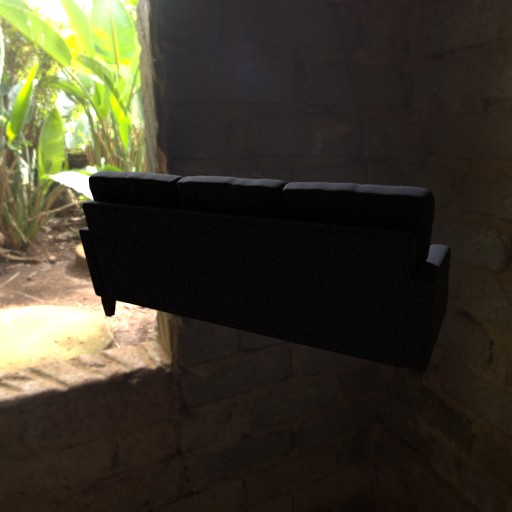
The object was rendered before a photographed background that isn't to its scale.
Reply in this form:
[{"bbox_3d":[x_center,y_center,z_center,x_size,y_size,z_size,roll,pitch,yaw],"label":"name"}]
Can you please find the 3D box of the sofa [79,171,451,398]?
[{"bbox_3d":[0.000,0.000,2.677,2.115,0.984,0.888,8,17,28],"label":"sofa"}]
